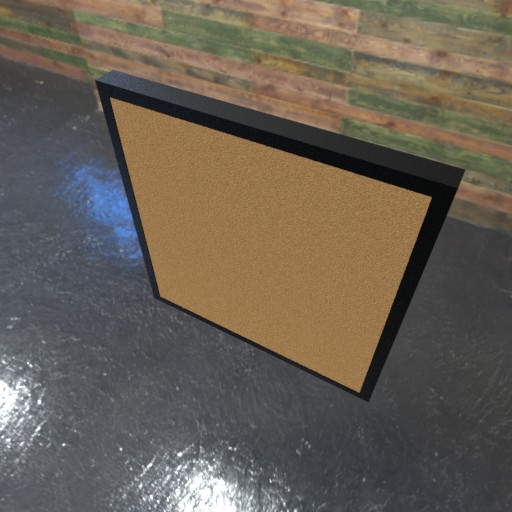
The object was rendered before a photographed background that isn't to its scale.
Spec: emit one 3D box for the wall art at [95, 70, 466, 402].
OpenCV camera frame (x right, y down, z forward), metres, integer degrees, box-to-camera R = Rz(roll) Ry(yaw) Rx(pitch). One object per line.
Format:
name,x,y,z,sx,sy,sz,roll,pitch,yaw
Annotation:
wall art,0.000,0.000,0.744,0.506,0.506,0.038,22,51,20
